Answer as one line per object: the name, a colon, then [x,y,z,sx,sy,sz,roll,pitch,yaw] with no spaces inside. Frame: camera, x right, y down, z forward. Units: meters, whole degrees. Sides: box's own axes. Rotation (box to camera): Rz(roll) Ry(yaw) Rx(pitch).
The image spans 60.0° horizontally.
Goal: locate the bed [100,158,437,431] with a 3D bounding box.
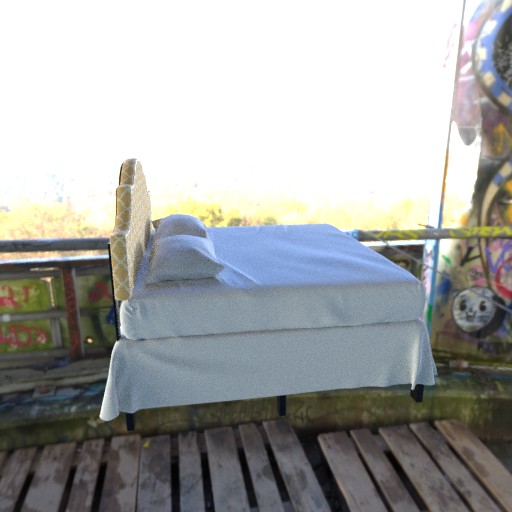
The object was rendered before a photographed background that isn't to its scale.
bed: [0.000,0.000,3.670,2.222,1.601,2.314,-2,16,-9]
